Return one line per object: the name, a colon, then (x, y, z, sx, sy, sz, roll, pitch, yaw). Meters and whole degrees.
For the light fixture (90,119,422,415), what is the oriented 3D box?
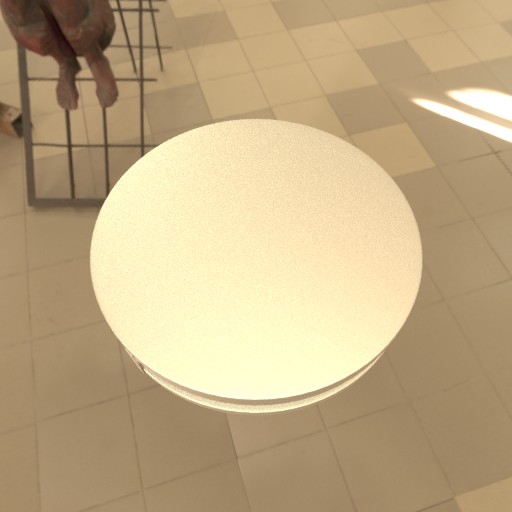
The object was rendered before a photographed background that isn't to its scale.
light fixture: (0.000, 0.000, 0.523, 0.356, 0.102, 0.356, 0, 59, 0)
